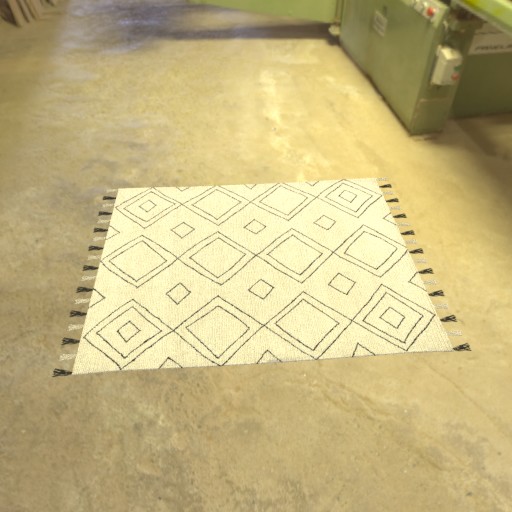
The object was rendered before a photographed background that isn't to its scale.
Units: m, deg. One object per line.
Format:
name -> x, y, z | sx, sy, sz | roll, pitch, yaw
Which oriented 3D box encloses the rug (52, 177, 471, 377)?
rug -> 0.000, 0.000, 4.212 | 3.221, 0.026, 2.342 | -3, 45, -3
